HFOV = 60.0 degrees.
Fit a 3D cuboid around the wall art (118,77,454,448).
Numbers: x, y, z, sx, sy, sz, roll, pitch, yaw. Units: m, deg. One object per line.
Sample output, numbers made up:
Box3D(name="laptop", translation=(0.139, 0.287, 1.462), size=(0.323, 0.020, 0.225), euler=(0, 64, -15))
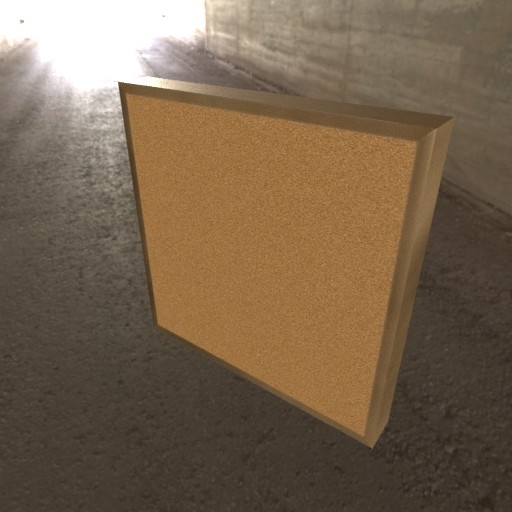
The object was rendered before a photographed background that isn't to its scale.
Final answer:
Box3D(name="wall art", translation=(0.000, 0.000, 0.440), size=(0.305, 0.303, 0.038), euler=(20, 36, 31))
